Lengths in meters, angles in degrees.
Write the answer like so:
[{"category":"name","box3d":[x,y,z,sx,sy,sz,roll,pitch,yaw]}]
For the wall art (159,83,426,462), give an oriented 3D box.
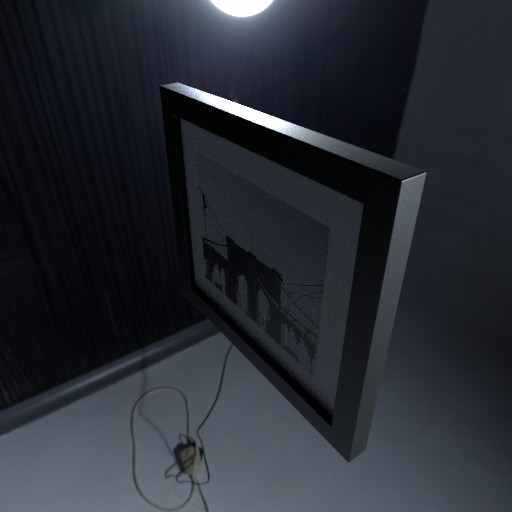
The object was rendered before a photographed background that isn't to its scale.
[{"category":"wall art","box3d":[0.000,0.000,0.531,0.028,0.330,0.380,-22,38,-30]}]
